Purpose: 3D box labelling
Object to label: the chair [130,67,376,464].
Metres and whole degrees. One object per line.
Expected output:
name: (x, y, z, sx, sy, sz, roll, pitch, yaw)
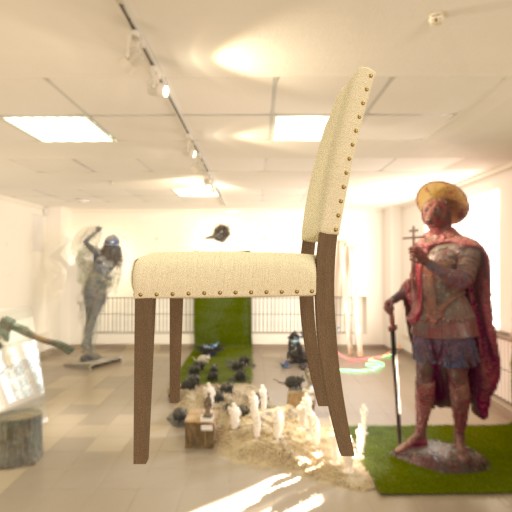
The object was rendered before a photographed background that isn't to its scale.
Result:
chair: (0.000, 0.000, 1.329, 0.619, 1.015, 0.508, 0, -1, 0)
